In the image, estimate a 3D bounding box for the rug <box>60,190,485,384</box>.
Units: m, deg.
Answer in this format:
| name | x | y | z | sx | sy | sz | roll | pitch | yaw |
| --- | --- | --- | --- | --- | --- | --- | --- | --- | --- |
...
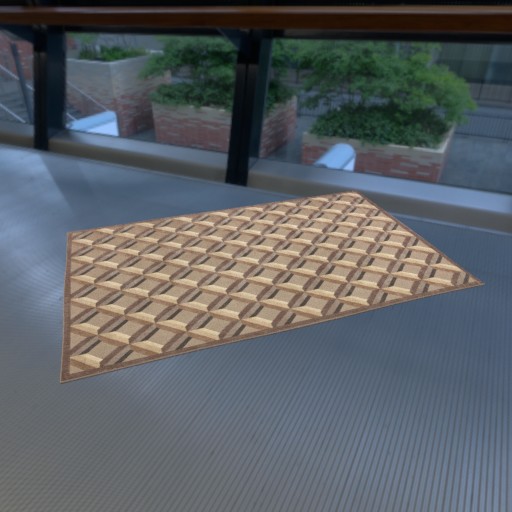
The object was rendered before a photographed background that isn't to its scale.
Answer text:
| name | x | y | z | sx | sy | sz | roll | pitch | yaw |
| --- | --- | --- | --- | --- | --- | --- | --- | --- | --- |
| rug | 0.000 | 0.000 | 2.060 | 1.677 | 0.011 | 1.066 | -10 | 33 | -16 |
